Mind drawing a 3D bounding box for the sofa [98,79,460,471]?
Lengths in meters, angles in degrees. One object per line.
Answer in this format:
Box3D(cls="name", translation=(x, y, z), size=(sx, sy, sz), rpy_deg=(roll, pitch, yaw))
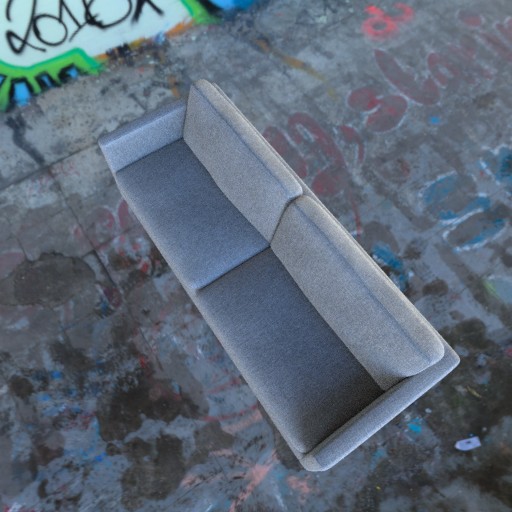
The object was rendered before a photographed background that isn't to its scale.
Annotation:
Box3D(cls="sofa", translation=(0.000, 0.000, 2.842), size=(0.948, 0.951, 2.434), rpy_deg=(-32, 68, -14))
